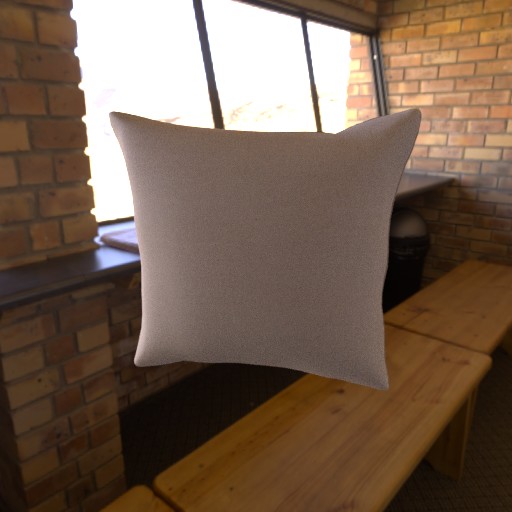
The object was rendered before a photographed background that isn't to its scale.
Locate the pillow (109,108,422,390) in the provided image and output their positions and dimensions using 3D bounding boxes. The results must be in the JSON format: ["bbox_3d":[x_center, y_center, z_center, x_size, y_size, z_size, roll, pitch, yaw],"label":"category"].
[{"bbox_3d":[0.000,0.000,0.638,0.416,0.401,0.173,3,17,10],"label":"pillow"}]
